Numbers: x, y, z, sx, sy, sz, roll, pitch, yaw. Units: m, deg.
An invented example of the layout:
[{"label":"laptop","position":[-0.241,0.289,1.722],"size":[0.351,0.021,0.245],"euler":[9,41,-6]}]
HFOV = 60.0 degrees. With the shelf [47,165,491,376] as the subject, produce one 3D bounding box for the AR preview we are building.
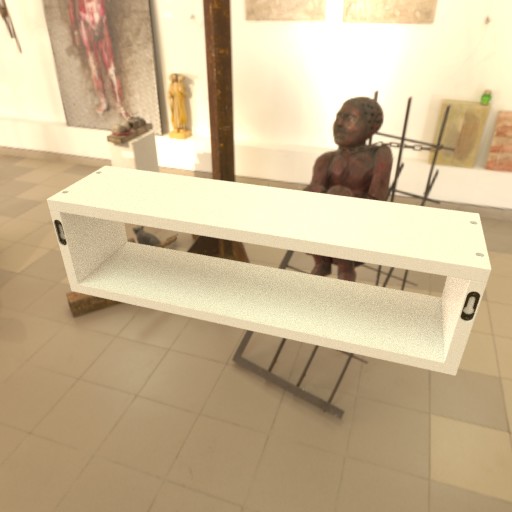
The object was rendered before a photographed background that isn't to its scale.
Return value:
[{"label":"shelf","position":[0.000,0.000,0.687],"size":[0.610,0.170,0.150],"euler":[10,33,15]}]
